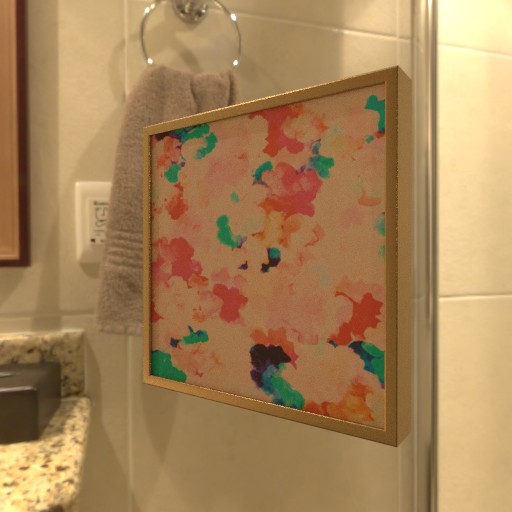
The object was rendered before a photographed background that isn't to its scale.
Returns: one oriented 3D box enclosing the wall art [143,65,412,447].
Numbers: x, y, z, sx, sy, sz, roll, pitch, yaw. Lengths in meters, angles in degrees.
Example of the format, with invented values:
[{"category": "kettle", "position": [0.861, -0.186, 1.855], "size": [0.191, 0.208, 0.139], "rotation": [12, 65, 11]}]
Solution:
[{"category": "wall art", "position": [0.000, 0.000, 0.457], "size": [0.304, 0.305, 0.038], "rotation": [0, 0, 35]}]
